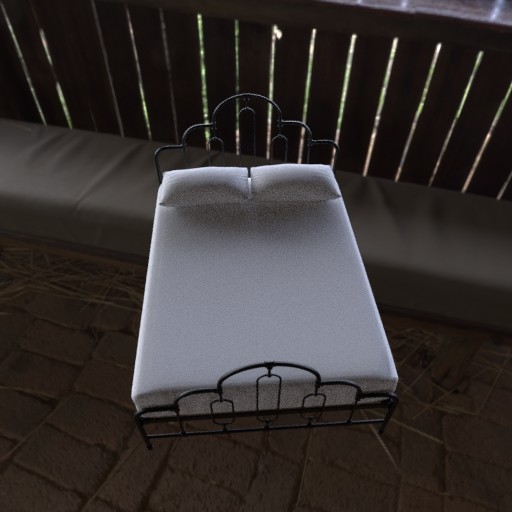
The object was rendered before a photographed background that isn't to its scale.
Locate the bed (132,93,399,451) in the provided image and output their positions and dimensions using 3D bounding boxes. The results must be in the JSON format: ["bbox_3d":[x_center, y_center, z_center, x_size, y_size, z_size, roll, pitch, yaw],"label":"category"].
[{"bbox_3d":[0.000,0.000,3.263,1.626,1.444,2.181,-3,47,-3],"label":"bed"}]
